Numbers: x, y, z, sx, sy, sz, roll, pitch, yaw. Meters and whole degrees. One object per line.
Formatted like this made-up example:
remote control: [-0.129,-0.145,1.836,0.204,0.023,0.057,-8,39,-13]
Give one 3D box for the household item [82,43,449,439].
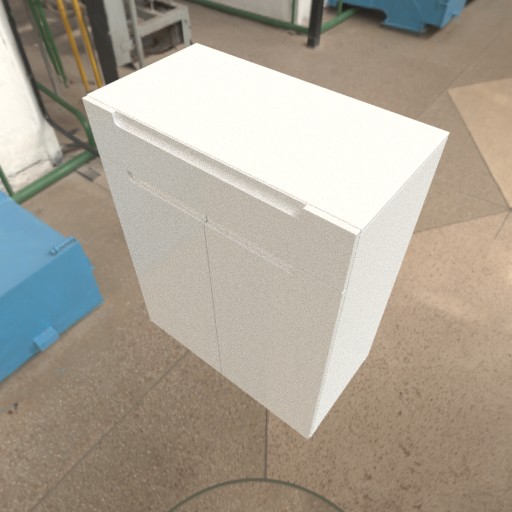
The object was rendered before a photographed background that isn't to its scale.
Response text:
household item: [0.000,0.000,1.434,0.790,1.010,0.420,30,54,25]
